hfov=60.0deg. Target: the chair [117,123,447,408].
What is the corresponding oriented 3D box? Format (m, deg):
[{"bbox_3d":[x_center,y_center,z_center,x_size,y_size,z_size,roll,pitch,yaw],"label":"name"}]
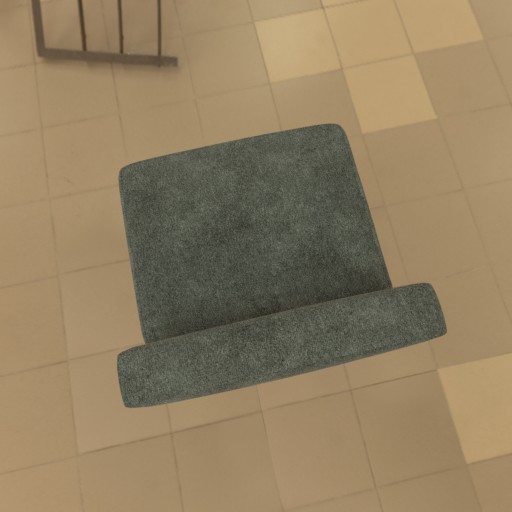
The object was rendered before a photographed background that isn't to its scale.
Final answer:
[{"bbox_3d":[0.000,0.000,1.260,0.680,0.660,0.680,-12,75,-3],"label":"chair"}]
